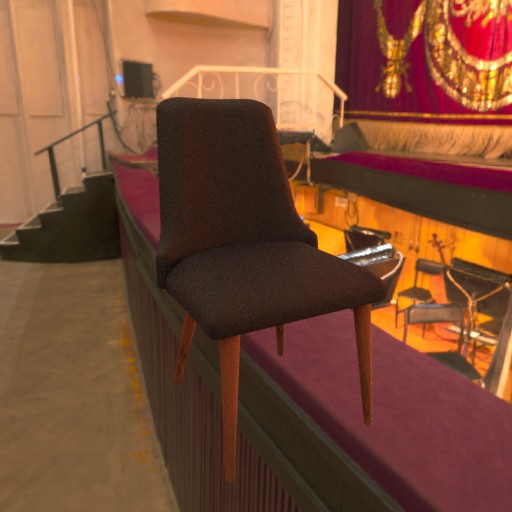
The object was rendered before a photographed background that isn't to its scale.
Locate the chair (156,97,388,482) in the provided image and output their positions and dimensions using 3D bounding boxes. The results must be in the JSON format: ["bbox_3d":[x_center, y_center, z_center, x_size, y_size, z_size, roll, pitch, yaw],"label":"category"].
[{"bbox_3d":[0.000,0.000,1.183,0.504,0.820,0.567,-9,19,-27],"label":"chair"}]
